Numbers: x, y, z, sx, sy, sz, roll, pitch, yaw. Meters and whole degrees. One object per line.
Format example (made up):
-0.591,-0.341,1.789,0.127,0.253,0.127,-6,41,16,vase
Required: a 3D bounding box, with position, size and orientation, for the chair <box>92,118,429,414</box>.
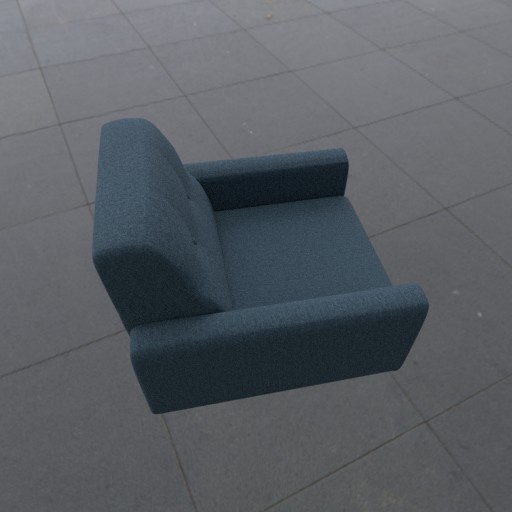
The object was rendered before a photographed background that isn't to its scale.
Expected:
0.000,0.000,1.691,0.964,0.940,0.880,-8,49,-7,chair
